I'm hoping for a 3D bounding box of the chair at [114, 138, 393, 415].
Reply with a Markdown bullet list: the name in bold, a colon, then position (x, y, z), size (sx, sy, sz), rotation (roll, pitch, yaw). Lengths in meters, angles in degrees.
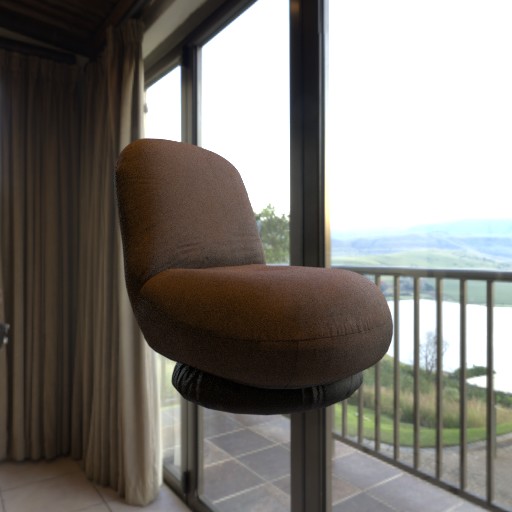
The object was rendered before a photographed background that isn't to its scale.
- **chair**: position (0.000, 0.000, 1.038), size (0.597, 0.594, 0.521), rotation (0, 0, 36)
